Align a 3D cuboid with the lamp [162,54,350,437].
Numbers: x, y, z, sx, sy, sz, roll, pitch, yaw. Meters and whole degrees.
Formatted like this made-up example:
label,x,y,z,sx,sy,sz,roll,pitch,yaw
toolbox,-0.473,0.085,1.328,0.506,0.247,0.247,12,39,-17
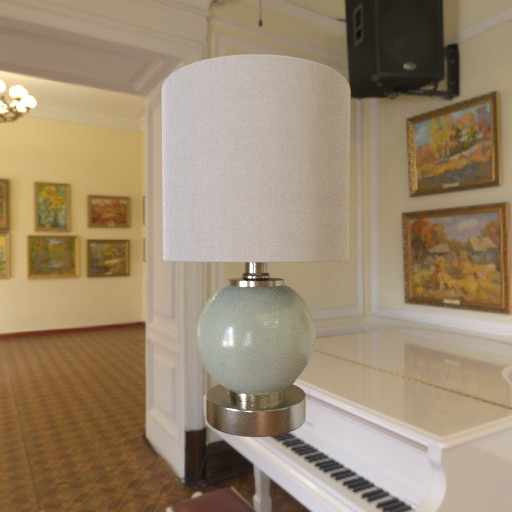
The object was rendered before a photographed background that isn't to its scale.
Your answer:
label,x,y,z,sx,sy,sz,roll,pitch,yaw
lamp,0.000,0.000,0.485,0.201,0.353,0.201,0,1,-19
